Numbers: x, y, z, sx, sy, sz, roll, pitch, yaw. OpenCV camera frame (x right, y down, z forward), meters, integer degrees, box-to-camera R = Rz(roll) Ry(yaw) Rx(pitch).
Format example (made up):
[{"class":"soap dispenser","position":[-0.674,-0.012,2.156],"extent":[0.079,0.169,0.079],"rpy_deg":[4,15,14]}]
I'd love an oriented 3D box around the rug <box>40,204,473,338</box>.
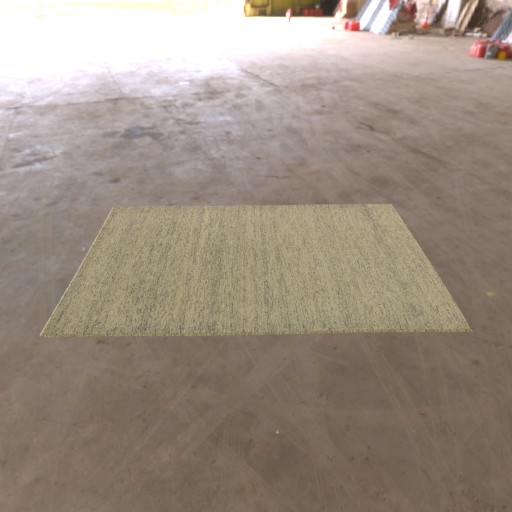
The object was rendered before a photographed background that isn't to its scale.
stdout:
[{"class":"rug","position":[0.000,0.000,2.399],"extent":[1.846,0.014,1.243],"rpy_deg":[-1,32,-1]}]
